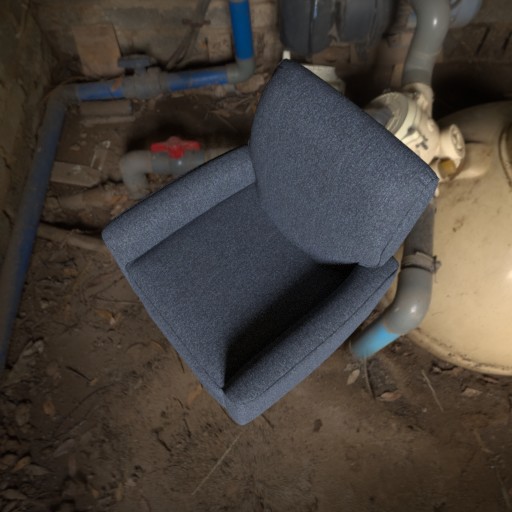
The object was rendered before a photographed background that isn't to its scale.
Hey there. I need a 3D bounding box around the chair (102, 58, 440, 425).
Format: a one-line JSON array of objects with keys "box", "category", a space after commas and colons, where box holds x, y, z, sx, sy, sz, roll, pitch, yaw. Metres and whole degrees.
[{"box": [0.000, 0.000, 1.650, 0.850, 1.016, 0.839, -37, 69, -17], "category": "chair"}]
